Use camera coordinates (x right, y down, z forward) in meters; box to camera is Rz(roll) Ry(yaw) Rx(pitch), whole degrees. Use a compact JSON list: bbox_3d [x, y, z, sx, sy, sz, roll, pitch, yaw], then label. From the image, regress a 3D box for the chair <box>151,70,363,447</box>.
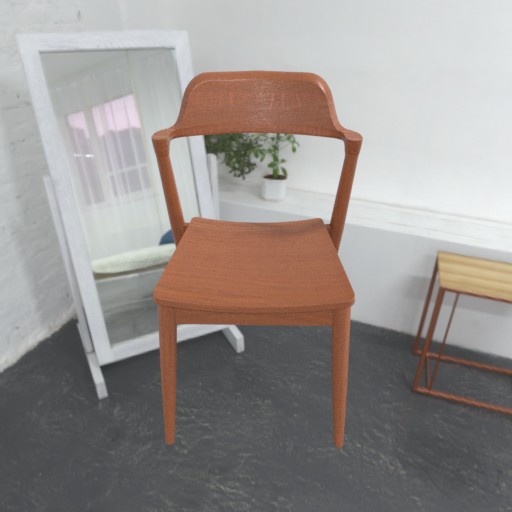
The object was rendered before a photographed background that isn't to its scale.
[{"bbox_3d":[0.000,0.000,1.113,0.496,0.801,0.499,1,30,1],"label":"chair"}]
